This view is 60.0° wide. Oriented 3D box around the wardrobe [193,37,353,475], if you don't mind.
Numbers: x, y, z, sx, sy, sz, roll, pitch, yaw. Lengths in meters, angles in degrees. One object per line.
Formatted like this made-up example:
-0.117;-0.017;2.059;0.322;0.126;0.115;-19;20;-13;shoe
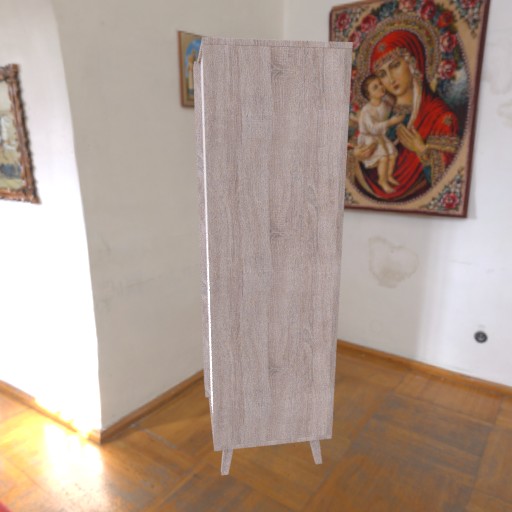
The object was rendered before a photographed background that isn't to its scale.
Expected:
0.000;0.000;2.404;0.600;1.960;1.000;-2;16;-9;wardrobe
